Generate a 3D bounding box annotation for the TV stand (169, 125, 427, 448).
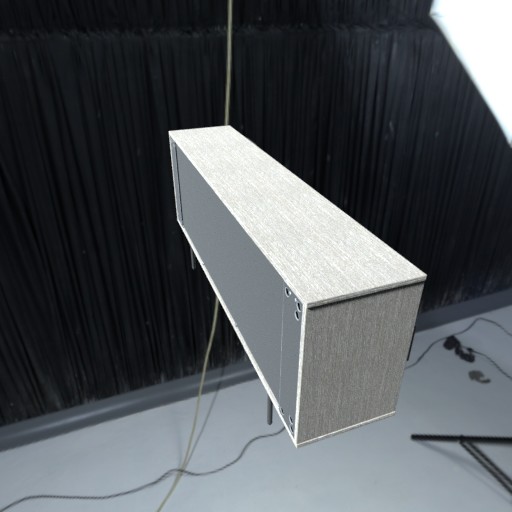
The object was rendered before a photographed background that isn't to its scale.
[{"bbox_3d":[0.000,0.000,2.114,0.405,0.787,1.804,-11,32,-18],"label":"TV stand"}]
